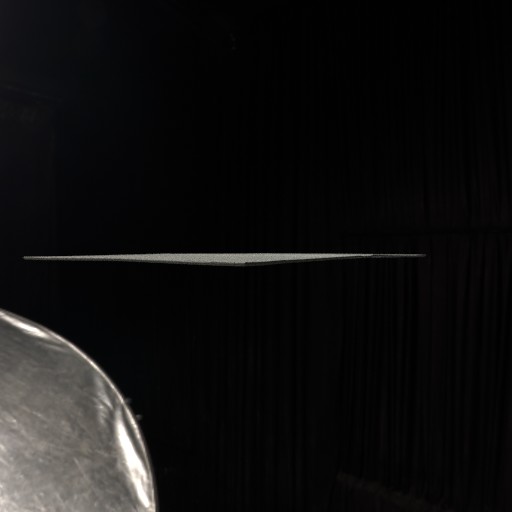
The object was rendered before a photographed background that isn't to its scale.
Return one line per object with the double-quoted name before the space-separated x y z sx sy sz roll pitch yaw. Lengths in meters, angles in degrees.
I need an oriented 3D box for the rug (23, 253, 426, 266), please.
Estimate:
"rug" 0.000 0.000 5.252 2.802 0.052 4.078 1 1 36
